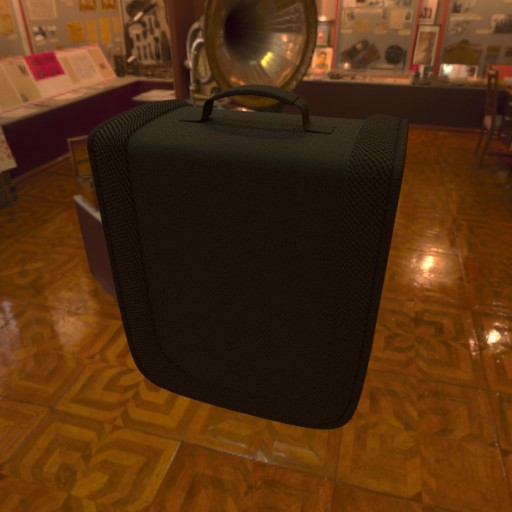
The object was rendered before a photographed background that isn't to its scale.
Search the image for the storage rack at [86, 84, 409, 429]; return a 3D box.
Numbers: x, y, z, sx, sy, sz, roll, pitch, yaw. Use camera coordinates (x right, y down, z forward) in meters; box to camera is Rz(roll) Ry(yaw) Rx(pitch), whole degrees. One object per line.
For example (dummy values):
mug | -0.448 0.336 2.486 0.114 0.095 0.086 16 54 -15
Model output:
storage rack | 0.000 0.000 0.533 0.297 0.387 0.168 9 32 15
